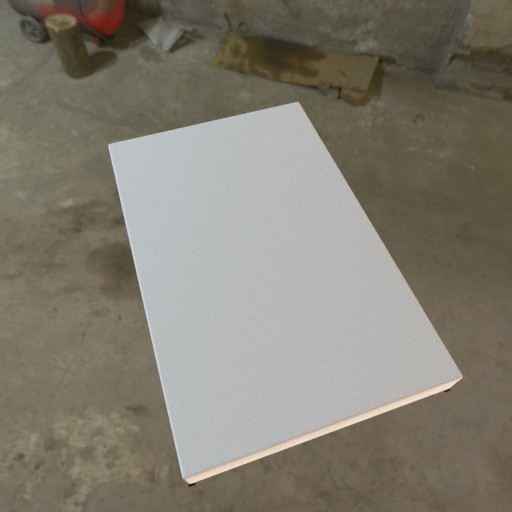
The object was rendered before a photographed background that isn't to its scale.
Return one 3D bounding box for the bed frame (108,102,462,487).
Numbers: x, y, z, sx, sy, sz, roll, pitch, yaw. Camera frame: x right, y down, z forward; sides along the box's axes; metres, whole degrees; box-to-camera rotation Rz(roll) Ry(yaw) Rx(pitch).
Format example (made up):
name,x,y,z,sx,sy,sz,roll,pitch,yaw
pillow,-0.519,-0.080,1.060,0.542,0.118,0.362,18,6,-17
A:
name,x,y,z,sx,sy,sz,roll,pitch,yaw
bed frame,0.000,0.000,3.720,1.930,0.440,2.987,-16,59,-10
